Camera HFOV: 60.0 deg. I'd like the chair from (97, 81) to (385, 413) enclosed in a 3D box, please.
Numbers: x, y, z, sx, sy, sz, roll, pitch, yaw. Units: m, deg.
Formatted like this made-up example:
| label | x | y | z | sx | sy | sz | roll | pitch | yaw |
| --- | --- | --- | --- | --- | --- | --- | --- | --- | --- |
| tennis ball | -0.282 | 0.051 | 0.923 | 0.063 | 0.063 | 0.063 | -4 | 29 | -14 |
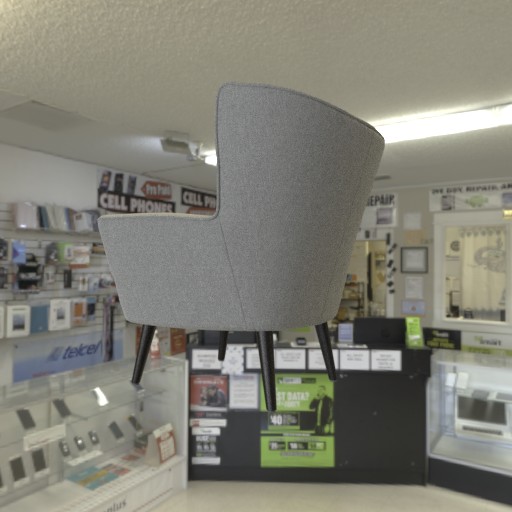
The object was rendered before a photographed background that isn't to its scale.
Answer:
| label | x | y | z | sx | sy | sz | roll | pitch | yaw |
| --- | --- | --- | --- | --- | --- | --- | --- | --- | --- |
| chair | 0.000 | 0.000 | 1.612 | 0.888 | 0.933 | 0.781 | -1 | -1 | 35 |
